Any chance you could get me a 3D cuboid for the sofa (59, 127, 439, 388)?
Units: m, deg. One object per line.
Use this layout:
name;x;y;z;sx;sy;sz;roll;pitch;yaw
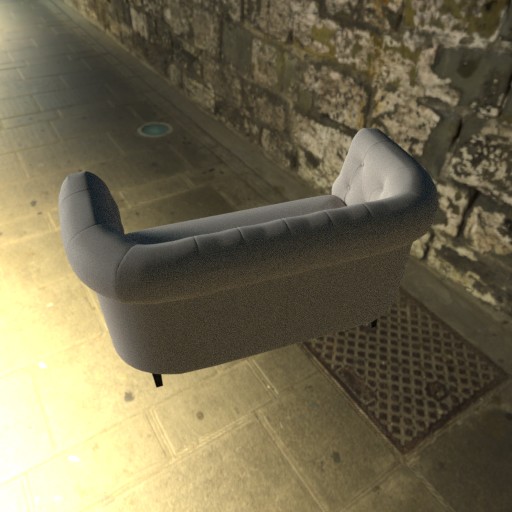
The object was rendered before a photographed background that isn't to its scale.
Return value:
sofa;0.000;0.000;2.058;1.558;0.827;0.835;-12;42;-14
